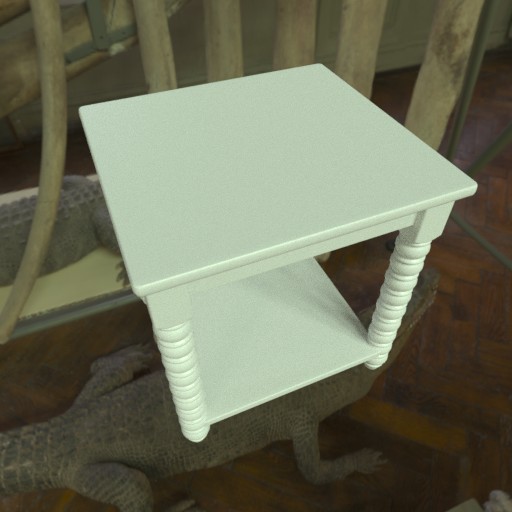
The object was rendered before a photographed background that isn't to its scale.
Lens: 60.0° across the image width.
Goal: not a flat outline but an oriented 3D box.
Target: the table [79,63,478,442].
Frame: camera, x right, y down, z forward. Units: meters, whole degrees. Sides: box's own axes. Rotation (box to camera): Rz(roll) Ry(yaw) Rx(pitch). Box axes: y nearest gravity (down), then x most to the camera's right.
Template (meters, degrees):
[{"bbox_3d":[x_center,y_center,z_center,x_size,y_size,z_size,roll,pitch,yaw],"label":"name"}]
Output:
[{"bbox_3d":[0.000,0.000,0.962,0.533,0.563,0.500,-17,48,-16],"label":"table"}]
